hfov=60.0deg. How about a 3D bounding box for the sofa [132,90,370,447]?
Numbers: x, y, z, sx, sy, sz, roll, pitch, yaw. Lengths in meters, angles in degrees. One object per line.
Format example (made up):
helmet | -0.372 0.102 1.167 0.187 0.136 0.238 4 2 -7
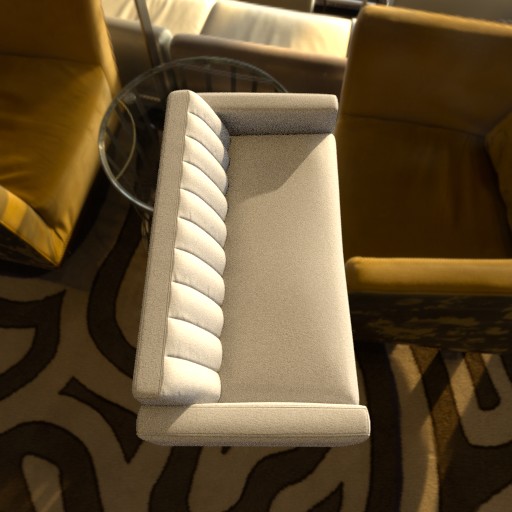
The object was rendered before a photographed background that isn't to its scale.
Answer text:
sofa | 0.000 0.000 2.397 0.969 0.814 1.895 0 64 0
